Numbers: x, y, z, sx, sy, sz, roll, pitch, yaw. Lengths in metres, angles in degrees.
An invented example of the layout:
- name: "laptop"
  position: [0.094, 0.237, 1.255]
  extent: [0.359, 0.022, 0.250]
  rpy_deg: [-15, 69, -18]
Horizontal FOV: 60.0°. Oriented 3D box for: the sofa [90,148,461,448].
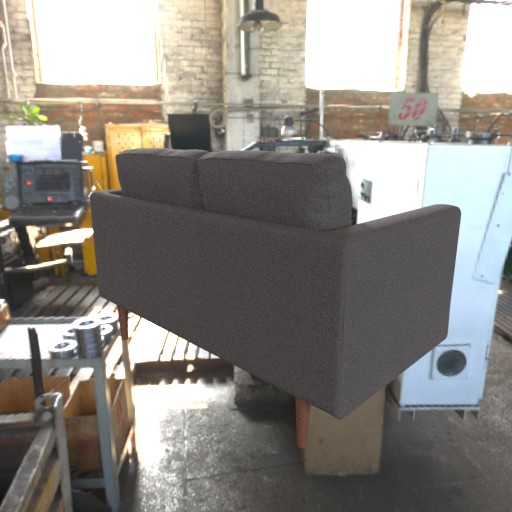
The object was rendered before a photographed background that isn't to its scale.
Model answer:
- name: "sofa"
  position: [0.000, 0.000, 1.919]
  extent: [1.430, 0.908, 0.796]
  rpy_deg: [14, 21, 43]
